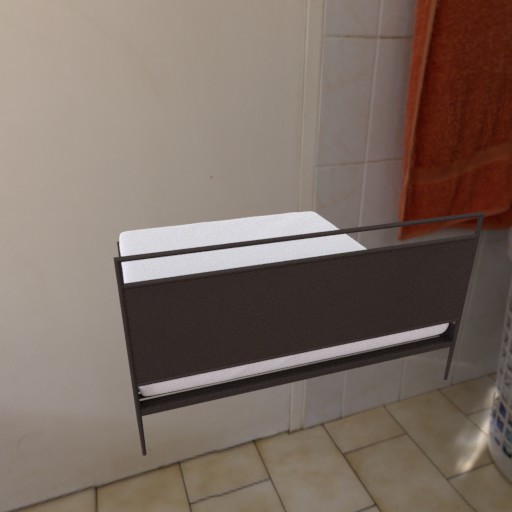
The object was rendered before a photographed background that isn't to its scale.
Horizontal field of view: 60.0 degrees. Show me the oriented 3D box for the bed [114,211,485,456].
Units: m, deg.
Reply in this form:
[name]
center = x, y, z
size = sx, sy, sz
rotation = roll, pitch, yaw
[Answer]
[bed]
center = 0.000, 0.000, 3.361
size = 1.993, 1.173, 2.151
rotation = -8, 25, -16
